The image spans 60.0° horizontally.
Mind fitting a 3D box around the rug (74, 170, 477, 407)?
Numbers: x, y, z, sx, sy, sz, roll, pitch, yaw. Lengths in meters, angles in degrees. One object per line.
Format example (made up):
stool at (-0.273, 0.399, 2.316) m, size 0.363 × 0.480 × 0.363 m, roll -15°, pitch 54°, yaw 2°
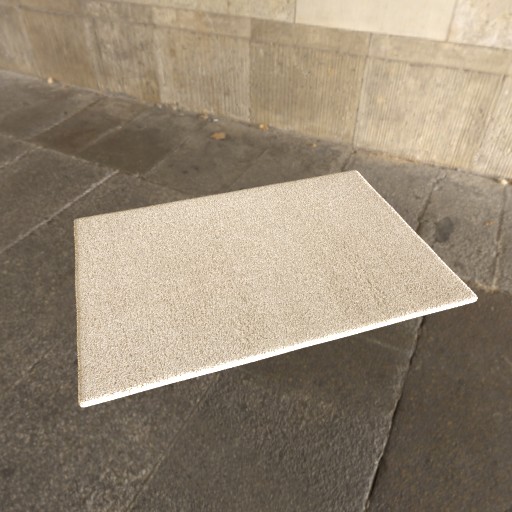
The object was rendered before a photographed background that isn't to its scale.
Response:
rug at (0.000, 0.000, 2.287) m, size 1.778 × 0.030 × 1.219 m, roll -12°, pitch 43°, yaw -13°
